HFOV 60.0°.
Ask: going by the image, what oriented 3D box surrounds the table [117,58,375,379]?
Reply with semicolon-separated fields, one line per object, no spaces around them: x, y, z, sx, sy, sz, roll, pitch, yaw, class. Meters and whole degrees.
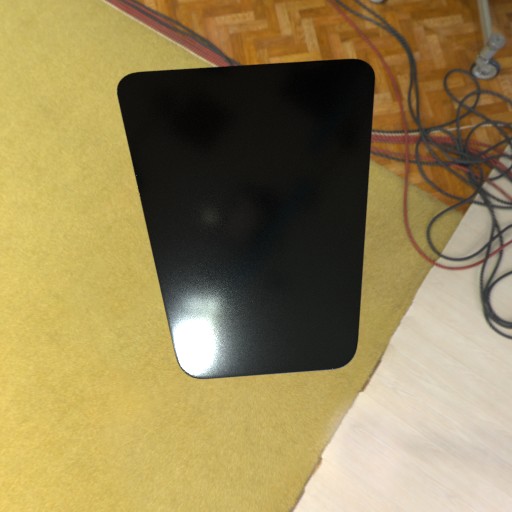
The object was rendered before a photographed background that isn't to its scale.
0.000;0.000;0.978;0.427;0.624;0.500;-4;76;-1;table
